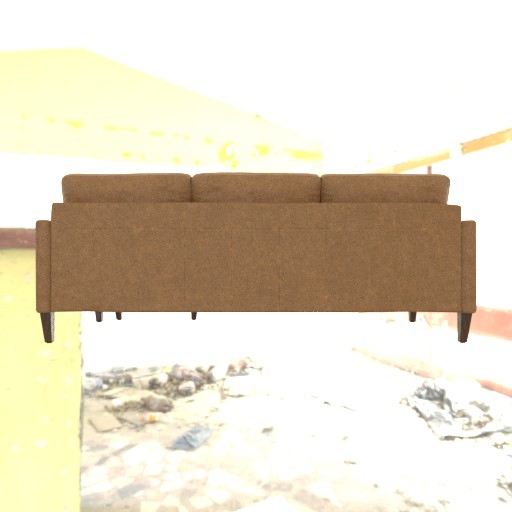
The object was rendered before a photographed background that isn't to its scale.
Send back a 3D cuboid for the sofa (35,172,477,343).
[{"bbox_3d":[0.000,0.000,2.911,2.178,0.876,1.506,0,0,0],"label":"sofa"}]
